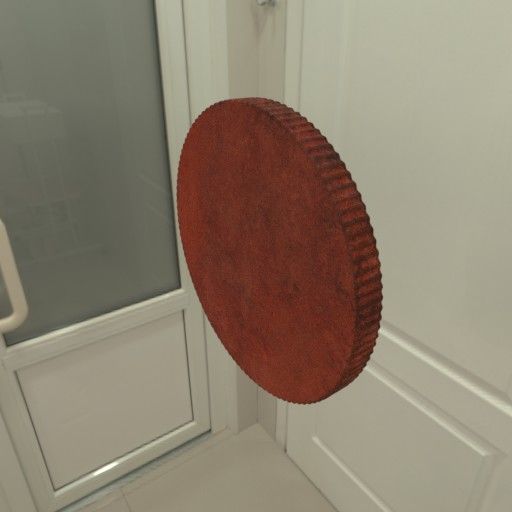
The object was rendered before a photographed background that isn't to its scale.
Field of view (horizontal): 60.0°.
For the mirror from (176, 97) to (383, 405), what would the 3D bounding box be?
[{"bbox_3d":[0.000,0.000,0.904,0.056,0.609,0.609,-18,32,-31],"label":"mirror"}]
